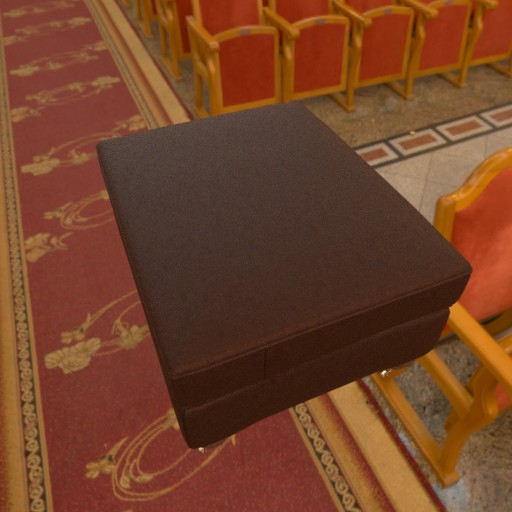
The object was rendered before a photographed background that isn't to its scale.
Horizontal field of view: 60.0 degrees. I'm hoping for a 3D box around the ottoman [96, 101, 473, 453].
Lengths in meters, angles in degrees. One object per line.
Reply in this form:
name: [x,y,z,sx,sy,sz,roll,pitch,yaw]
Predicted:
ottoman: [0.000,0.000,1.799,0.967,0.730,1.187,-17,48,-16]
